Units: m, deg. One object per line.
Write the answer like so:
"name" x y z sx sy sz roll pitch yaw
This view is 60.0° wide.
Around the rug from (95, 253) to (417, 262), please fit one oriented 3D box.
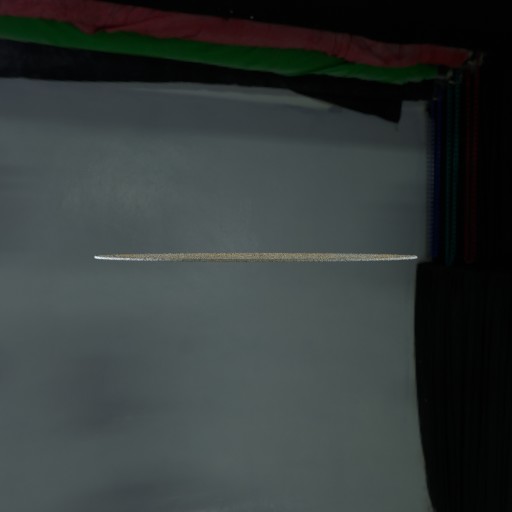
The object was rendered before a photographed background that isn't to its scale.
"rug" 0.000 0.000 2.336 1.598 0.010 1.598 0 1 0
